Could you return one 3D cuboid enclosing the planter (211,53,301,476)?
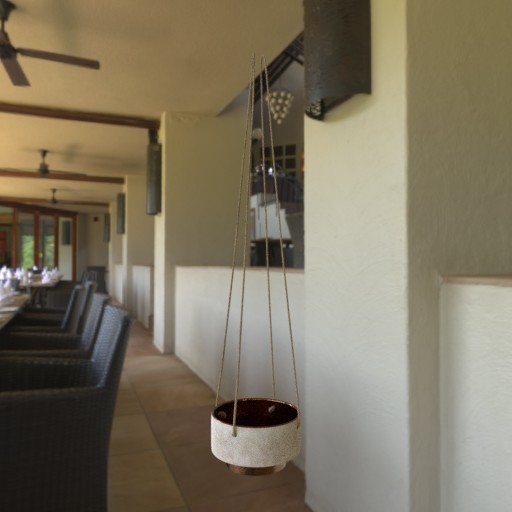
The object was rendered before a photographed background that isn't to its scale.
[{"bbox_3d":[0.000,0.000,1.118,0.223,1.030,0.223,0,-1,-19],"label":"planter"}]
